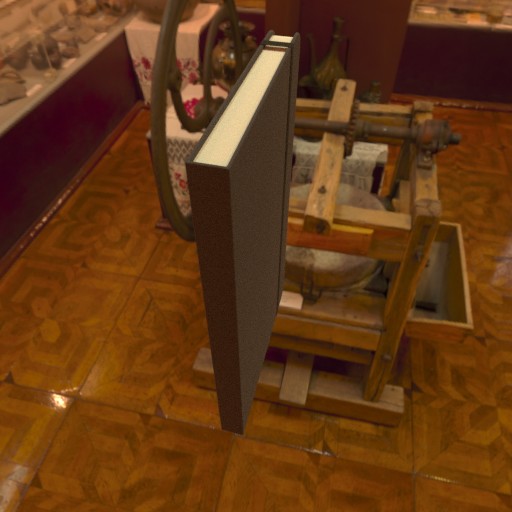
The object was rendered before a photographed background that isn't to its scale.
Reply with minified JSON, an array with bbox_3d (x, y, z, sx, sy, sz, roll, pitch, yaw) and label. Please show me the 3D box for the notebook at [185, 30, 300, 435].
[{"bbox_3d":[0.000,0.000,0.261,0.016,0.213,0.127,11,47,10],"label":"notebook"}]
